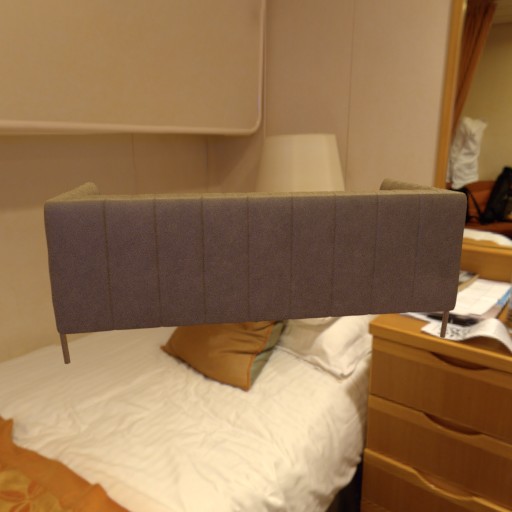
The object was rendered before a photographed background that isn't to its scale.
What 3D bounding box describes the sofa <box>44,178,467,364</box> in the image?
[{"bbox_3d":[0.000,0.000,2.450,1.980,0.779,0.876,-2,15,-8],"label":"sofa"}]
